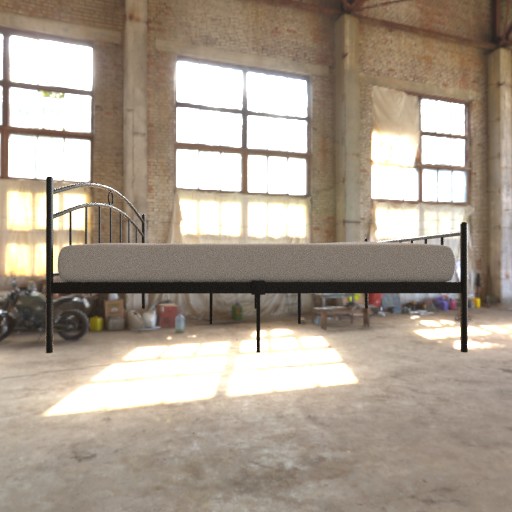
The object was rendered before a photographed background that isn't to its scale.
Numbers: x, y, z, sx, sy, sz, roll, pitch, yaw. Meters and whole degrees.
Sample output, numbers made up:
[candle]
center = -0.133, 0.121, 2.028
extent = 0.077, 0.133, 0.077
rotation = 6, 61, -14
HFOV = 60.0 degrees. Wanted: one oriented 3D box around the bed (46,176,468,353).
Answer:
[bed]
center = 0.000, 0.000, 3.071
extent = 2.040, 0.940, 1.880
rotation = 0, 0, 0
